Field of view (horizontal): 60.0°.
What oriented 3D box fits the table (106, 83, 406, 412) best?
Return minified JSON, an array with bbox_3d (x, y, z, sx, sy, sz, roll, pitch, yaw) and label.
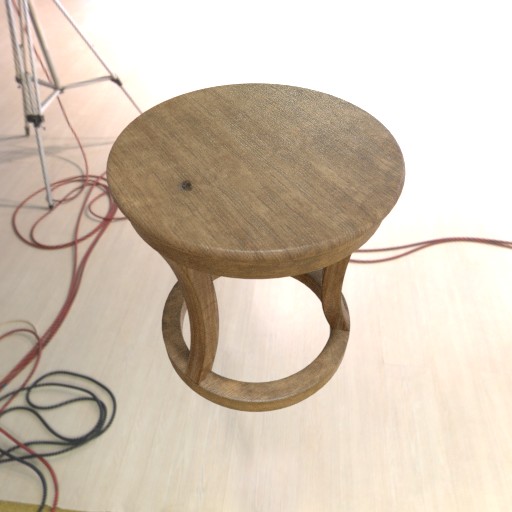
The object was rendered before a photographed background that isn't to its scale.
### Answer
[{"bbox_3d":[0.000,0.000,0.817,0.432,0.460,0.432,0,46,0],"label":"table"}]
